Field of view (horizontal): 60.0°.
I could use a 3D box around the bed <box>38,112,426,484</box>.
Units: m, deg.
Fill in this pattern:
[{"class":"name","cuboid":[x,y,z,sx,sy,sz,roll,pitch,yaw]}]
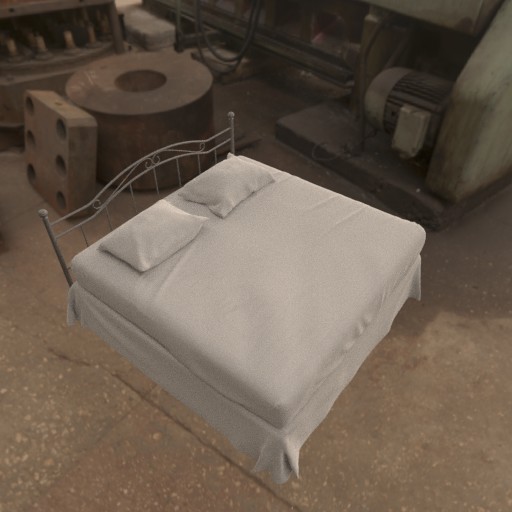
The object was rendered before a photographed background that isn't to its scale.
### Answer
[{"class":"bed","cuboid":[0.000,0.000,3.460,2.220,1.080,2.309,28,49,27]}]
